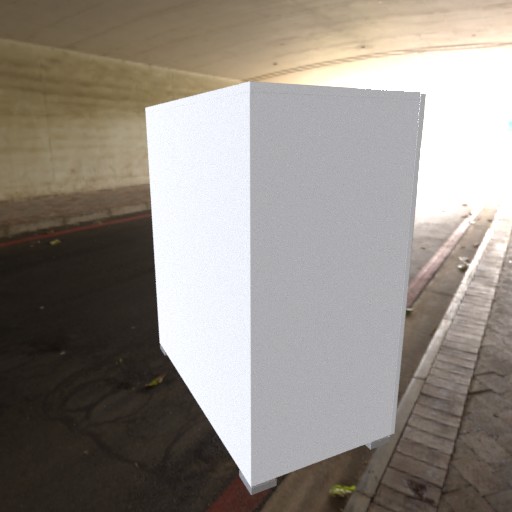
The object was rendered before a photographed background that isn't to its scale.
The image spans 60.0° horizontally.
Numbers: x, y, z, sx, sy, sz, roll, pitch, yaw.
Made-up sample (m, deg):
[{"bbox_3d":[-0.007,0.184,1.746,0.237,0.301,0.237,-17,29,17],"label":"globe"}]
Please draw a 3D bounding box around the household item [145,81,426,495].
[{"bbox_3d":[0.000,0.000,1.318,0.420,0.870,0.800,-7,17,-25],"label":"household item"}]
